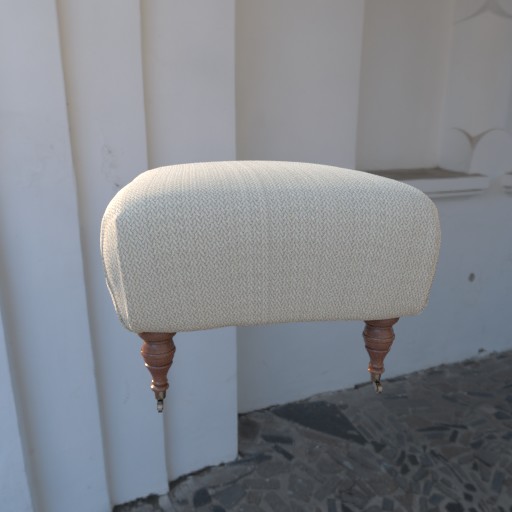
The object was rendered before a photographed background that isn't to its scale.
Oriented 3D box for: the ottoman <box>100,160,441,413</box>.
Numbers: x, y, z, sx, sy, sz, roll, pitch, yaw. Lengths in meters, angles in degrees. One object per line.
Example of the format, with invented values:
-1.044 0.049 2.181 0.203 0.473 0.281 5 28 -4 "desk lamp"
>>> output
0.000 0.000 1.083 0.622 0.447 0.684 -2 15 -8 "ottoman"
